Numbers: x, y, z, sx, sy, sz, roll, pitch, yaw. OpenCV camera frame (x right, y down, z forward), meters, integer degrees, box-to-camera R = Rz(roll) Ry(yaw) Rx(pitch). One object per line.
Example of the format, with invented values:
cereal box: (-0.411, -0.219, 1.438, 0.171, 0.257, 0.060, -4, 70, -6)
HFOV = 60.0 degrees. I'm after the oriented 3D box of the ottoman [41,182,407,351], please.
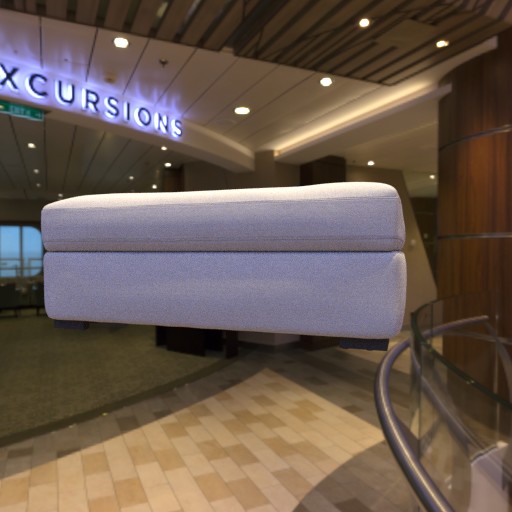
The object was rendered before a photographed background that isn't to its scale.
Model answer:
ottoman: (0.000, 0.000, 1.813, 1.167, 0.482, 1.163, 0, 1, 19)
